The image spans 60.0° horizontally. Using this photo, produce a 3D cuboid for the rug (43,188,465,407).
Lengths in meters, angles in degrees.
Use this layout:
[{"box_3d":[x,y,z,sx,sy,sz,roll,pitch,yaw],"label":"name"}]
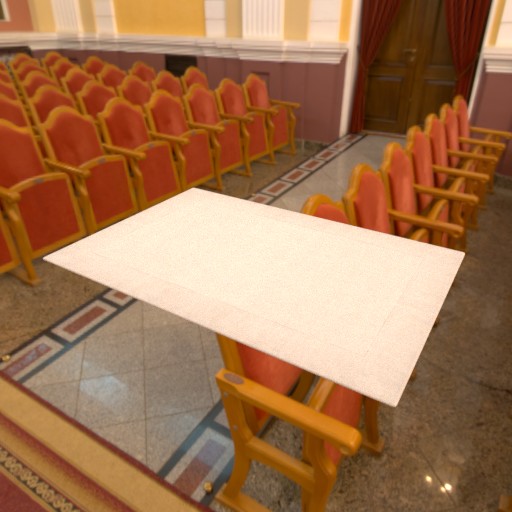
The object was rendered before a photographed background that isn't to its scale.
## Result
[{"box_3d":[0.000,0.000,2.300,1.829,0.013,1.219,17,33,28],"label":"rug"}]
